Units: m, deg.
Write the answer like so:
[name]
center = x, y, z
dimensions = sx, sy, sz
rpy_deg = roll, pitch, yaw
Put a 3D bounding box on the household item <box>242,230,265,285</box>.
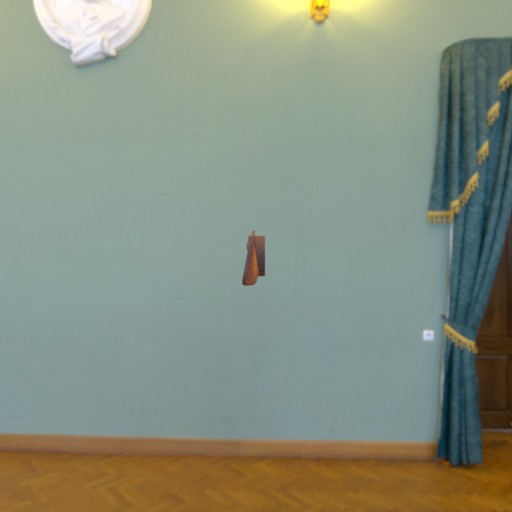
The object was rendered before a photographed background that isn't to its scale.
[household item]
center = 0.000, 0.000, 1.242
dimensions = 0.051, 0.121, 1.181
rpy_deg = 0, 0, 1
